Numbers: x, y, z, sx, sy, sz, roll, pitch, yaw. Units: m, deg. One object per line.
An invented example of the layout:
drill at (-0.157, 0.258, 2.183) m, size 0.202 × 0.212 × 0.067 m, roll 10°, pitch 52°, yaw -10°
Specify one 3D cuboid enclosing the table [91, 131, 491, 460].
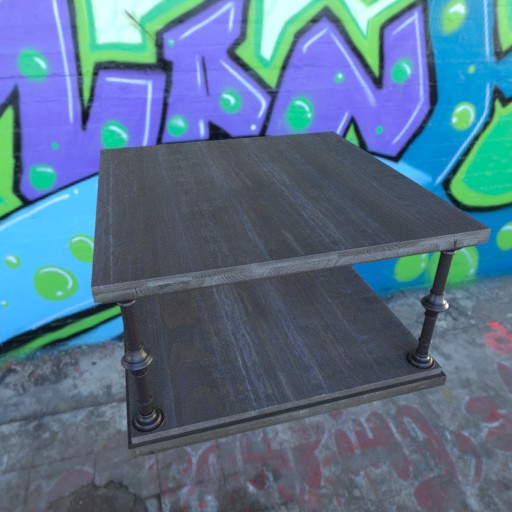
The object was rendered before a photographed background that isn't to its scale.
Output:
table at (0.000, 0.000, 1.117) m, size 0.696 × 0.400 × 0.696 m, roll -8°, pitch 31°, yaw -14°
